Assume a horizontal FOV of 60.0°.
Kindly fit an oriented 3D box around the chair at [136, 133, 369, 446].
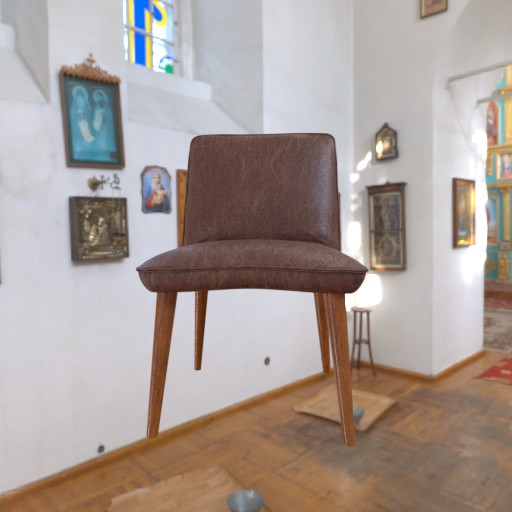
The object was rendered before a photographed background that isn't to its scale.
[{"bbox_3d":[0.000,0.000,1.231,0.543,0.803,0.645,0,2,0],"label":"chair"}]
